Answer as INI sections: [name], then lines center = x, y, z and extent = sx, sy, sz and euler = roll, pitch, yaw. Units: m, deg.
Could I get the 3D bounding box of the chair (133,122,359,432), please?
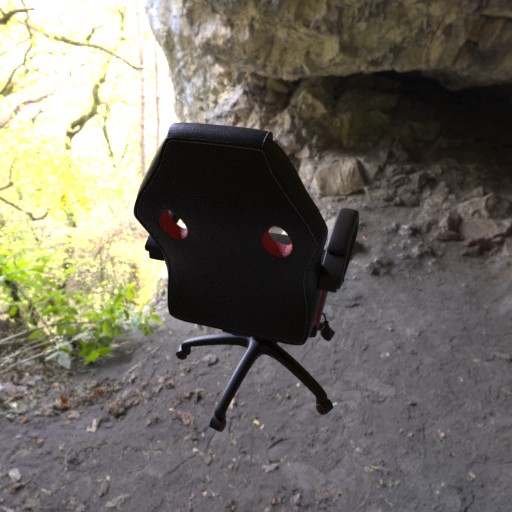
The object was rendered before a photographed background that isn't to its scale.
[chair]
center = 0.000, 0.000, 1.700
extent = 0.750, 1.189, 0.783
euler = 10, 34, 15
